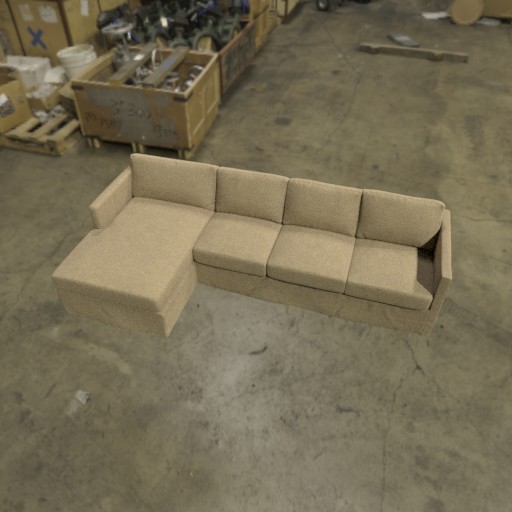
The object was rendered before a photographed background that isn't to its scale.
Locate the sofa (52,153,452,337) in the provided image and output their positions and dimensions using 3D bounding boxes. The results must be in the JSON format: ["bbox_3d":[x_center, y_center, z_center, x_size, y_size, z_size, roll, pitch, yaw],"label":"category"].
[{"bbox_3d":[0.000,0.000,3.962,3.198,0.920,1.638,12,44,12],"label":"sofa"}]
